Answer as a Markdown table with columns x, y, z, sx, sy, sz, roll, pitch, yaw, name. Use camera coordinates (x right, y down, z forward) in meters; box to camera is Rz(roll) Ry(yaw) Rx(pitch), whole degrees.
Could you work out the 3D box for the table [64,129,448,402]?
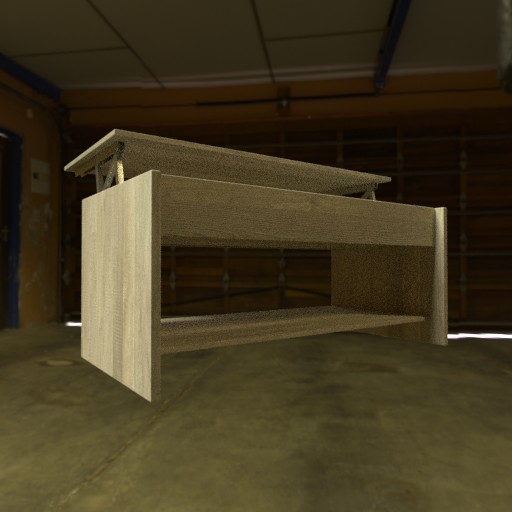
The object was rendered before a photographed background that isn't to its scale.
| x | y | z | sx | sy | sz | roll | pitch | yaw | name |
| --- | --- | --- | --- | --- | --- | --- | --- | --- | --- |
| 0.000 | 0.000 | 1.417 | 1.000 | 0.570 | 0.712 | 1 | -1 | -36 | table |
